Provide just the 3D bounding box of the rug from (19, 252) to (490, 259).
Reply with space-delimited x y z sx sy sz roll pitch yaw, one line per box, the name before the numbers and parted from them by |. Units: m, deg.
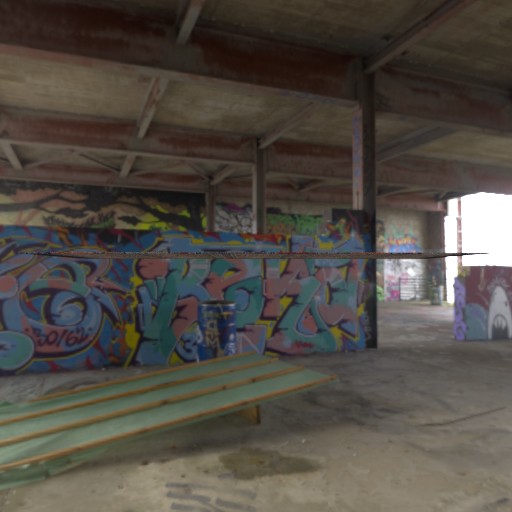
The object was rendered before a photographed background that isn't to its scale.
rug | 0.000 0.000 2.622 2.362 0.008 0.832 0 -2 -1
